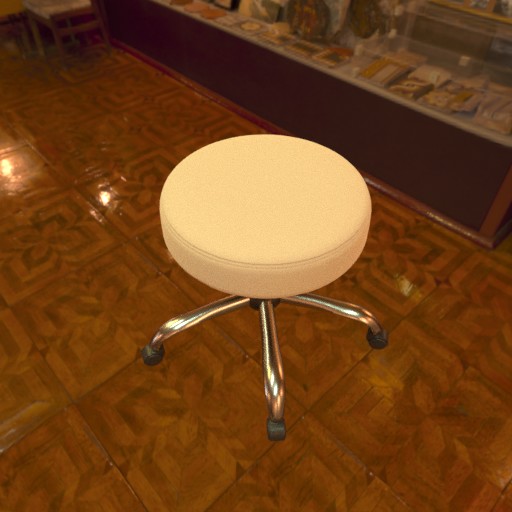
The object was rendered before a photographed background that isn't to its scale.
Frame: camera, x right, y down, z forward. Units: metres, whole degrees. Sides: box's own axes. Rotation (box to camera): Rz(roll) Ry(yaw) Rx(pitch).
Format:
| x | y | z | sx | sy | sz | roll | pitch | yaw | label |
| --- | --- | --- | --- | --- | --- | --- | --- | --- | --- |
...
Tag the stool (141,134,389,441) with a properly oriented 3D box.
| x | y | z | sx | sy | sz | roll | pitch | yaw | label |
| --- | --- | --- | --- | --- | --- | --- | --- | --- | --- |
| 0.000 | 0.000 | 1.061 | 0.634 | 0.482 | 0.614 | -32 | 53 | -27 | stool |
